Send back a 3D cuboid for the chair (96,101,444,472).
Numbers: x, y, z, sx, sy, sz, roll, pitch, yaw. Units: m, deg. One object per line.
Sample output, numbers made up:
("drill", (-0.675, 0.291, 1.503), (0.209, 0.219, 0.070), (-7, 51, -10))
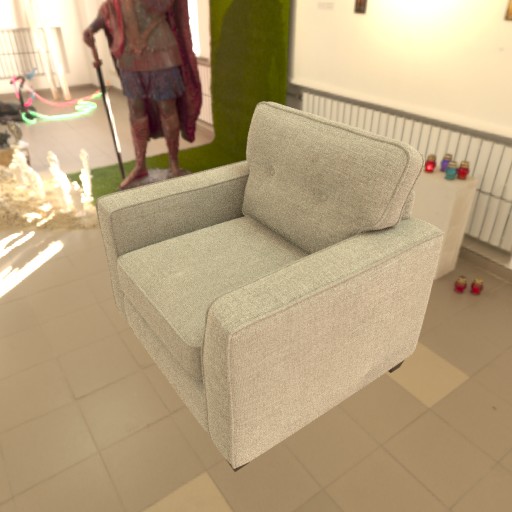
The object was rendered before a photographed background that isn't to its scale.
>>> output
("chair", (0.000, 0.000, 1.736), (0.939, 0.965, 1.015), (-21, 38, -30))
